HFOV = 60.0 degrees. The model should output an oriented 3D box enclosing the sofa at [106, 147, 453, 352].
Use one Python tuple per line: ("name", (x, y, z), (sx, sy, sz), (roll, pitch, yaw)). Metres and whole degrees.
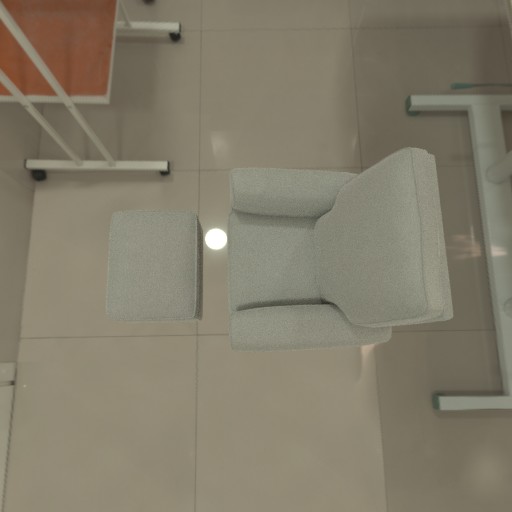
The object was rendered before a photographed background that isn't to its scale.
("sofa", (0.000, 0.000, 2.079), (1.478, 0.959, 0.880), (-1, 77, 0))
